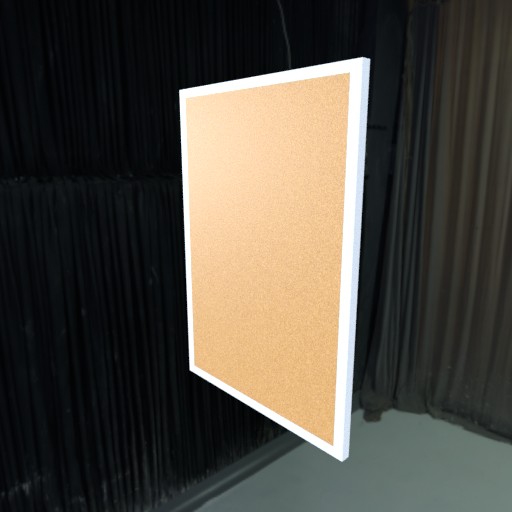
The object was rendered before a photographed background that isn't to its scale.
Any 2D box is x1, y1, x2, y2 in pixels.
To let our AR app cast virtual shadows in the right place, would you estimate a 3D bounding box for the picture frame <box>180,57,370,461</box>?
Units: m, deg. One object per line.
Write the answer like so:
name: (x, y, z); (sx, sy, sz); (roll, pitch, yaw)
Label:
picture frame: (0.000, 0.000, 0.575); (0.013, 0.434, 0.305); (-12, 18, -42)
